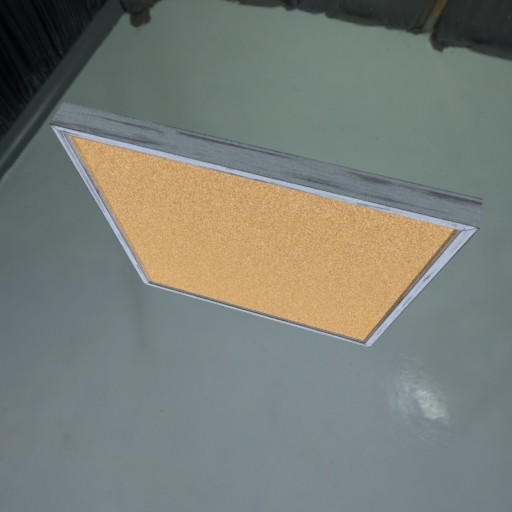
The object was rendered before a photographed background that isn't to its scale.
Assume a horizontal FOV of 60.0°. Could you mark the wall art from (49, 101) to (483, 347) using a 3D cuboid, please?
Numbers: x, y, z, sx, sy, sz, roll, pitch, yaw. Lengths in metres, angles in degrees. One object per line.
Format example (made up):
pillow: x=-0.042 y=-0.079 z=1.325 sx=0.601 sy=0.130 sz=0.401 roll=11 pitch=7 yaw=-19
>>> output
wall art: x=0.000 y=0.000 z=0.735 sx=0.506 sy=0.506 sz=0.038 roll=15 pitch=65 yaw=7
